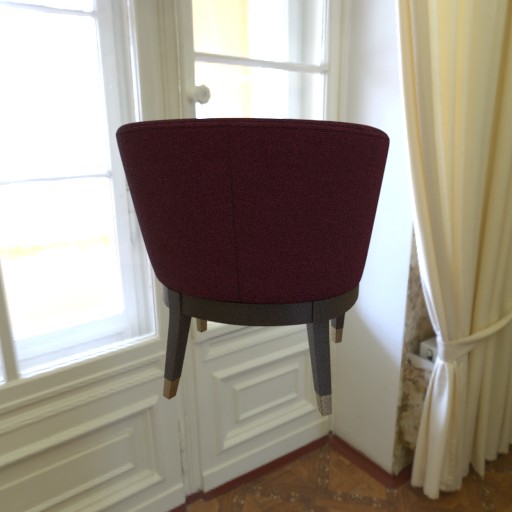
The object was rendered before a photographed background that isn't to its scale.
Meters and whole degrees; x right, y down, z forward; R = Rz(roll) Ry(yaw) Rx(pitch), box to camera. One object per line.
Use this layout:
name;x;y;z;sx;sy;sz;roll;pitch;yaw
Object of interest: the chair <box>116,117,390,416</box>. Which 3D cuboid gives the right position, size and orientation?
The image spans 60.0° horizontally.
chair;0.000;0.000;1.294;0.700;0.760;0.660;3;16;10
